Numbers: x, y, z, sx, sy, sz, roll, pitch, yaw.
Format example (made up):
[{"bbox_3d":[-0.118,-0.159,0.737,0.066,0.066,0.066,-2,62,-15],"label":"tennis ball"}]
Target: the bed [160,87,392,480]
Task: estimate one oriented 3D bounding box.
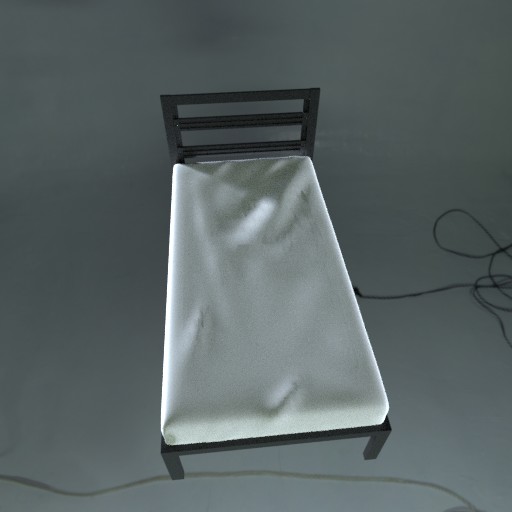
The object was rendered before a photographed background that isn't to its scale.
[{"bbox_3d":[0.000,0.000,2.447,0.991,0.967,1.930,-4,47,-4],"label":"bed"}]
